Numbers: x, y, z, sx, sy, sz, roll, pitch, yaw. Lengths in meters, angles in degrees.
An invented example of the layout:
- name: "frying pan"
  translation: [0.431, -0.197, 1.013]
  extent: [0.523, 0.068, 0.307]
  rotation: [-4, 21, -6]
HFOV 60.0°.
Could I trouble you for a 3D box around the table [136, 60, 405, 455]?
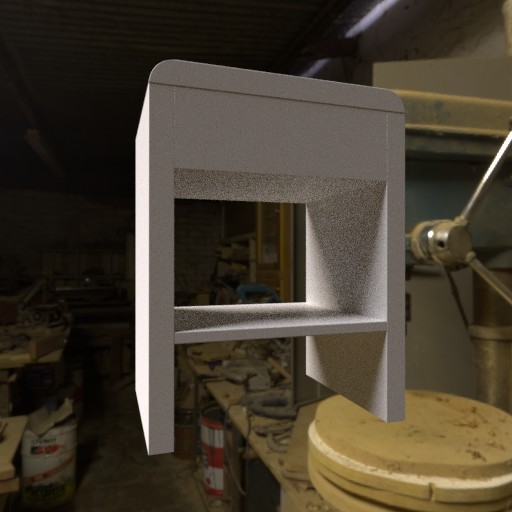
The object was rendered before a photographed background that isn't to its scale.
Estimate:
- name: "table"
  translation: [0.000, 0.000, 0.891]
  extent: [0.450, 0.590, 0.350]
  rotation: [0, 0, -18]
